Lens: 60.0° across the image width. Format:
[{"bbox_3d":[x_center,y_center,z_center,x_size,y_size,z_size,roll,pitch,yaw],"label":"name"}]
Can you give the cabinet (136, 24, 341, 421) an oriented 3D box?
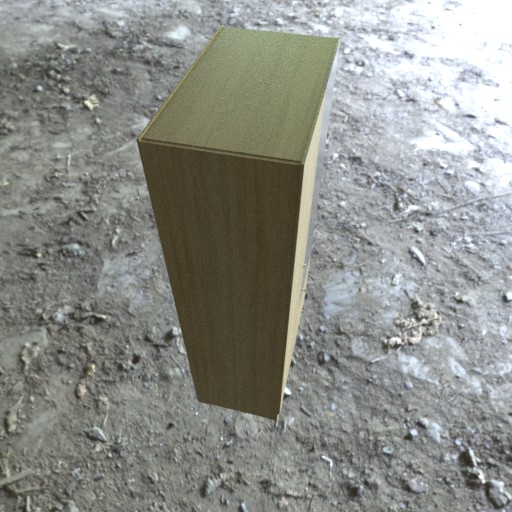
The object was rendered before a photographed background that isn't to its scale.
[{"bbox_3d":[0.000,0.000,2.568,0.590,2.121,1.001,10,49,9],"label":"cabinet"}]
